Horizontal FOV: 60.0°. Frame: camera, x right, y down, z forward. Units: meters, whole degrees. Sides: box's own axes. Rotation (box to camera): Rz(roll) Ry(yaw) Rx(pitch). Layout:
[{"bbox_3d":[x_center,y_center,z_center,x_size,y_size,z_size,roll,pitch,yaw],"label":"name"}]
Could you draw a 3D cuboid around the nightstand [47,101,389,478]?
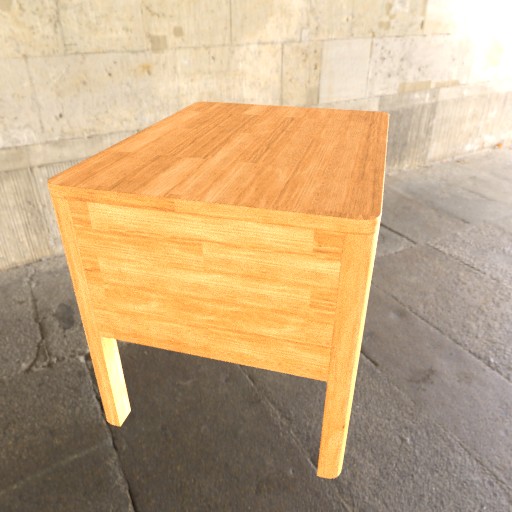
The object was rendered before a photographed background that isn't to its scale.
[{"bbox_3d":[0.000,0.000,0.889,0.440,0.470,0.560,8,31,13],"label":"nightstand"}]
